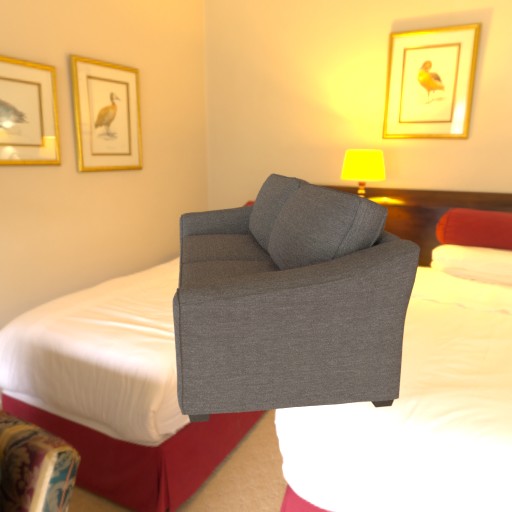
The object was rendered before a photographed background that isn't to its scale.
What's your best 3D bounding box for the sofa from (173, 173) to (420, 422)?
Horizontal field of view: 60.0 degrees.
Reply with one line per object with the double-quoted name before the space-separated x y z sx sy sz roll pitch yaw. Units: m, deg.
"sofa" 0.000 0.000 2.777 0.971 0.950 2.270 -2 13 -9
